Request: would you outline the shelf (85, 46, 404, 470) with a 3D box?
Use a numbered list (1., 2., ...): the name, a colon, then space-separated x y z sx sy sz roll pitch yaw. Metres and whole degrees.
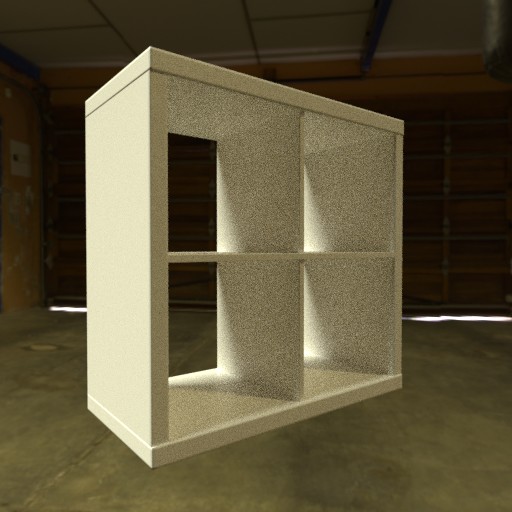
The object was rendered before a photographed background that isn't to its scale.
1. shelf: 0.000 0.000 1.217 0.790 0.786 0.390 -1 1 -38
